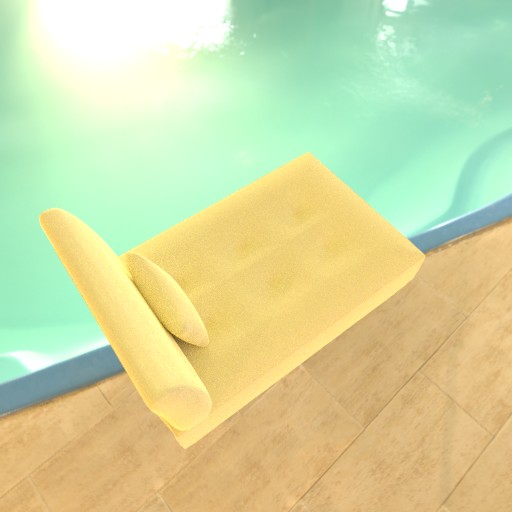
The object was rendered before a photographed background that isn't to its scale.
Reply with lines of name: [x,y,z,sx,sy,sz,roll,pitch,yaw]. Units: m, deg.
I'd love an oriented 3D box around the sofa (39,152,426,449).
sofa: [0.000,0.000,2.052,1.450,0.820,0.930,-32,63,-19]
